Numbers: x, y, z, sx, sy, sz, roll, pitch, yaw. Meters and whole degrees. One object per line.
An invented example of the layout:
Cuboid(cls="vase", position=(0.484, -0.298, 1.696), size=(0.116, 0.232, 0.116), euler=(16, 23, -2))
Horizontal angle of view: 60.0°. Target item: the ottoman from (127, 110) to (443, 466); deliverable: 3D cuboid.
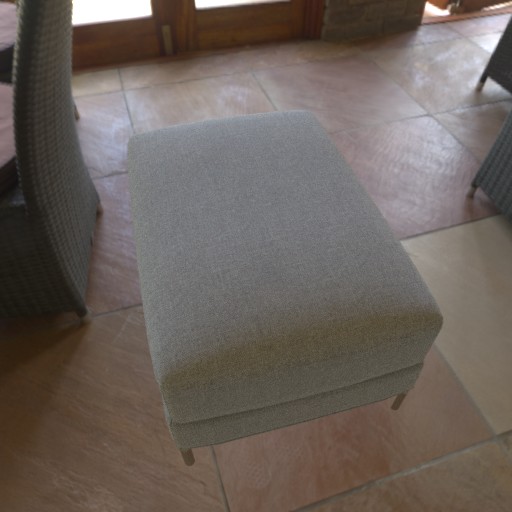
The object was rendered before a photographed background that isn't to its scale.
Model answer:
Cuboid(cls="ottoman", position=(0.000, 0.000, 1.180), size=(0.584, 0.457, 0.838), euler=(-11, 49, -10))
